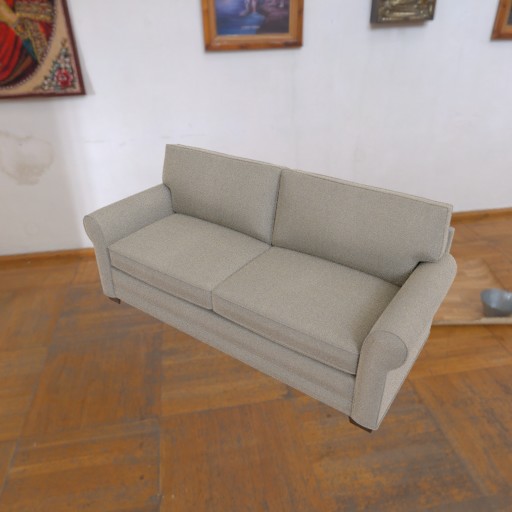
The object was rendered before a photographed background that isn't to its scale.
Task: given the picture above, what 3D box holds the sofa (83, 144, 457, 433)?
[{"bbox_3d":[0.000,0.000,2.700,2.146,0.962,0.901,19,35,30],"label":"sofa"}]
